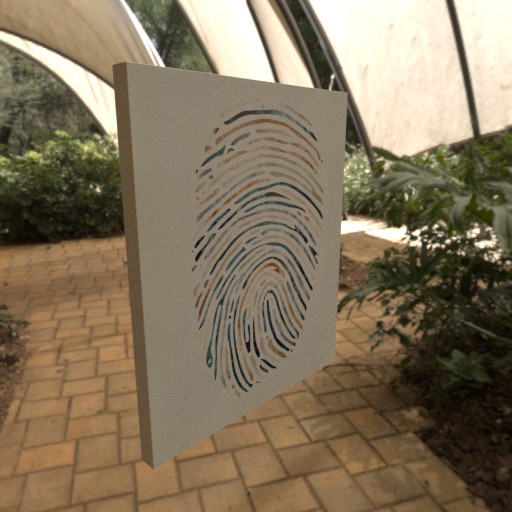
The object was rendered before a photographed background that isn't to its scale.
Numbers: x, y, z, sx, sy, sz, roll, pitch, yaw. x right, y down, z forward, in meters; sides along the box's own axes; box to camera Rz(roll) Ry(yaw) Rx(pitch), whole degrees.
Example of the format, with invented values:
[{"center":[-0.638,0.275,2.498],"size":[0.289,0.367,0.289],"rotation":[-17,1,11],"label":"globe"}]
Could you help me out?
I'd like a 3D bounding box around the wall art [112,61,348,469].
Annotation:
[{"center":[0.000,0.000,0.822],"size":[0.037,0.606,0.508],"rotation":[13,20,42],"label":"wall art"}]
